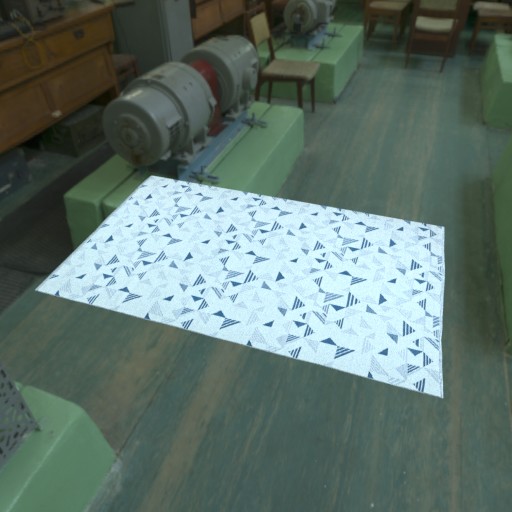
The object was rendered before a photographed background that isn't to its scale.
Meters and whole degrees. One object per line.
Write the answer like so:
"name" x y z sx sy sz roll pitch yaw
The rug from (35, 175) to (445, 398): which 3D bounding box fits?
"rug" 0.000 0.000 3.040 2.457 0.009 1.512 12 41 14
